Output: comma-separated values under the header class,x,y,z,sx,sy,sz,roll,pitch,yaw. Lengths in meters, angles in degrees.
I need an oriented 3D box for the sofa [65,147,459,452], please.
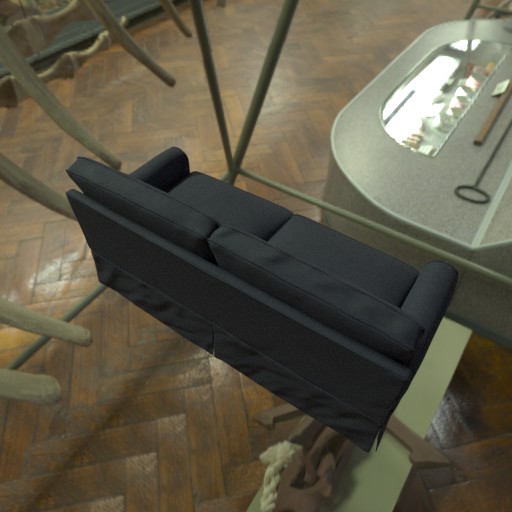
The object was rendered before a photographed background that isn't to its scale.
class,x,y,z,sx,sy,sz,roll,pitch,yaw
sofa,0.000,0.000,2.783,2.256,1.094,0.983,27,53,22
